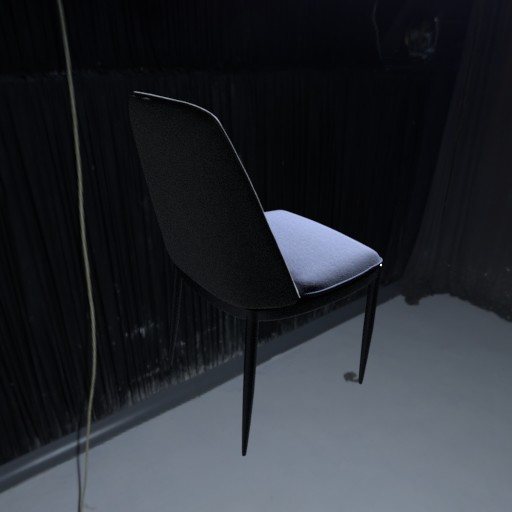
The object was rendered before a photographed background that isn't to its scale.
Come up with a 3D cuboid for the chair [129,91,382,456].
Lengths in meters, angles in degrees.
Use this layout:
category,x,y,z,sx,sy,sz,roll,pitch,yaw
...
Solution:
category,x,y,z,sx,sy,sz,roll,pitch,yaw
chair,0.000,0.000,1.199,0.550,0.855,0.488,-17,31,-32
